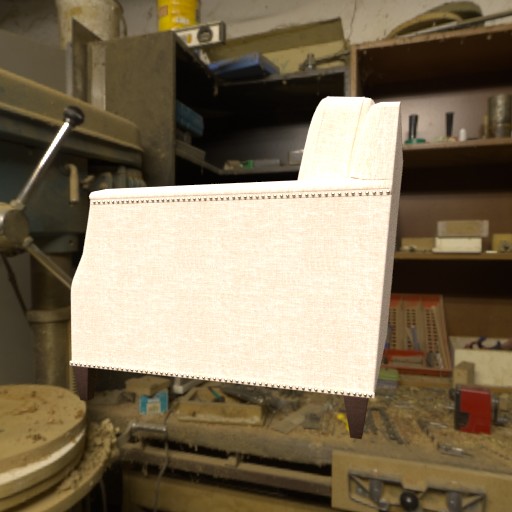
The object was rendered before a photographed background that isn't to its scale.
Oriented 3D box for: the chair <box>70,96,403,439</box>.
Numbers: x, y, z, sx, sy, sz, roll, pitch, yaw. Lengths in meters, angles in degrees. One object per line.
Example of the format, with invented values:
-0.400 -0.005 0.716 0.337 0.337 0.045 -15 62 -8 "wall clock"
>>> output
0.000 0.000 1.674 1.041 0.940 0.838 1 2 19 "chair"
